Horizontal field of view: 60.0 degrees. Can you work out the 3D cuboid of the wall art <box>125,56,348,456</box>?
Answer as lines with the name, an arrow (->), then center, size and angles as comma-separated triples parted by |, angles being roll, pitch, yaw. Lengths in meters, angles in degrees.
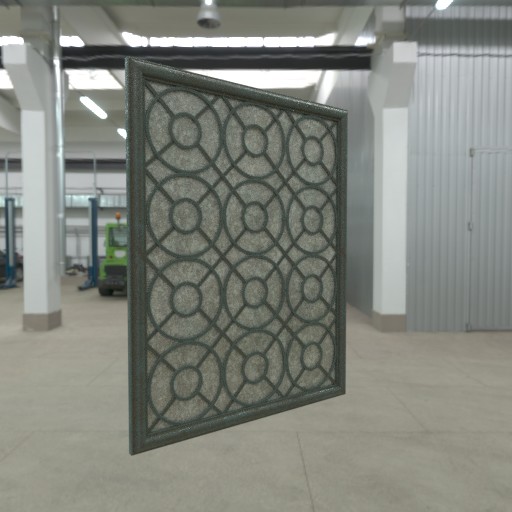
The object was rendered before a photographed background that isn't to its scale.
wall art -> 0.000, 0.000, 1.313 | 0.767, 0.983, 0.030 | -1, 3, -35
